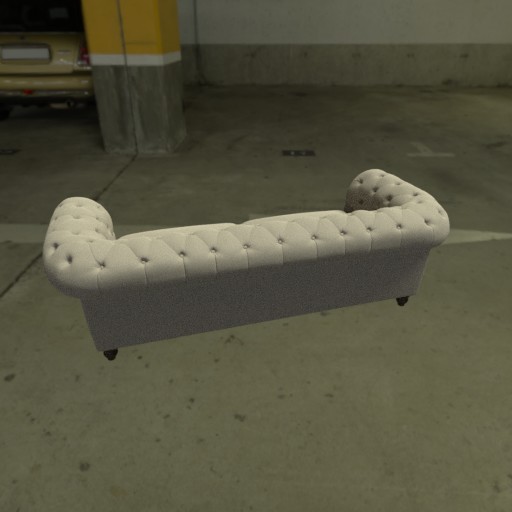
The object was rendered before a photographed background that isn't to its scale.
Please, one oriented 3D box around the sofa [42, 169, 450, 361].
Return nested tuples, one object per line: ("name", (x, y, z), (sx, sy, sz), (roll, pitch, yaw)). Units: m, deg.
("sofa", (0.000, 0.000, 2.830), (2.411, 0.749, 0.991), (-8, 28, -15))
